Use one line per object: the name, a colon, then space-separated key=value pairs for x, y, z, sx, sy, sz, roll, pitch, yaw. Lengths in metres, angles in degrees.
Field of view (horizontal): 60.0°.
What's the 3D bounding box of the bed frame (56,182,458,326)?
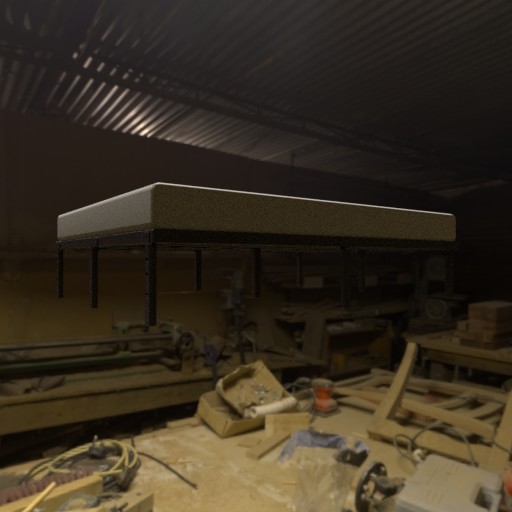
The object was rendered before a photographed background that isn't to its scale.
bed frame: x=0.000 y=0.000 z=3.614 sx=2.635 sy=0.680 sz=1.990 roll=0 pitch=0 yaw=-36
